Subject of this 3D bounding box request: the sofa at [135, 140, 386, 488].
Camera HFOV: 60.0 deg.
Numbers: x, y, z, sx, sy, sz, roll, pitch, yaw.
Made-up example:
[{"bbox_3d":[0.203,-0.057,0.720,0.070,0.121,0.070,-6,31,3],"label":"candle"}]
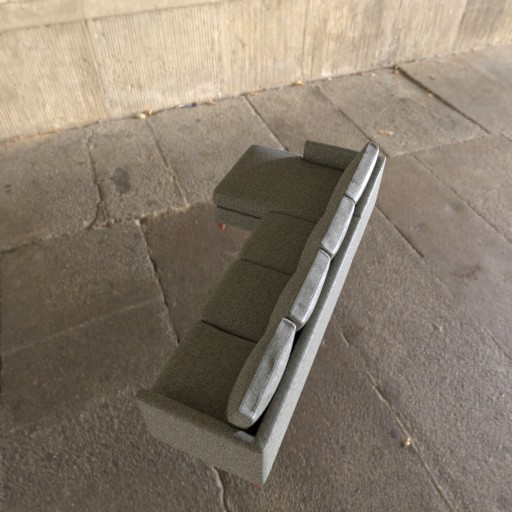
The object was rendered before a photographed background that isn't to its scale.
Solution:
[{"bbox_3d":[0.000,0.000,4.138,1.635,0.960,3.485,17,48,16],"label":"sofa"}]
